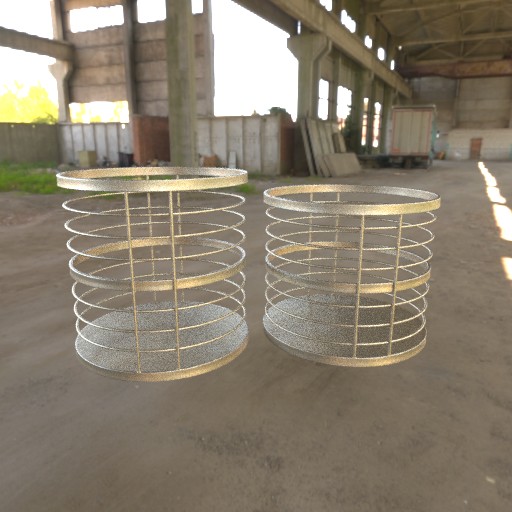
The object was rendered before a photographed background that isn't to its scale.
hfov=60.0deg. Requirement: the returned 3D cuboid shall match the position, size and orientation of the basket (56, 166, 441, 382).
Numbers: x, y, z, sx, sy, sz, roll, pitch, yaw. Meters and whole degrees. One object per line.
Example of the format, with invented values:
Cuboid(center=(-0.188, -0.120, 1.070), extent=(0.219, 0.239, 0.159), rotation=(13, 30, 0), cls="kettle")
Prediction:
Cuboid(center=(0.000, 0.000, 0.929), extent=(0.746, 0.351, 0.356), rotation=(-2, 15, -8), cls="basket")
